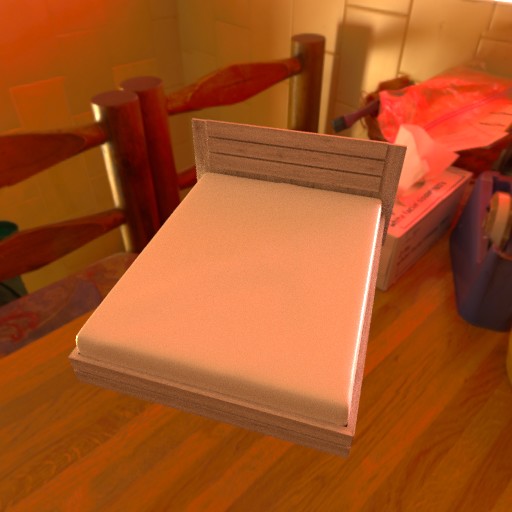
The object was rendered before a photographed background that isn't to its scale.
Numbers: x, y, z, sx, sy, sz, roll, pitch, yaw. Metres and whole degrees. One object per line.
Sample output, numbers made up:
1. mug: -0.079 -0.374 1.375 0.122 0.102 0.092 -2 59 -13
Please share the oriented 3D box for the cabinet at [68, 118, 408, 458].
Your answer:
1. cabinet: 0.000 0.000 3.070 1.750 0.970 2.080 11 41 13
